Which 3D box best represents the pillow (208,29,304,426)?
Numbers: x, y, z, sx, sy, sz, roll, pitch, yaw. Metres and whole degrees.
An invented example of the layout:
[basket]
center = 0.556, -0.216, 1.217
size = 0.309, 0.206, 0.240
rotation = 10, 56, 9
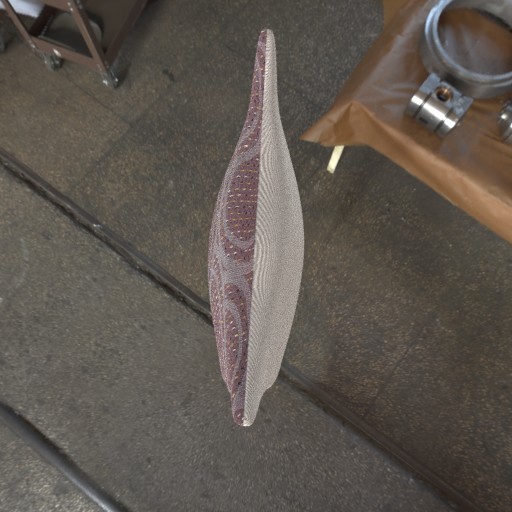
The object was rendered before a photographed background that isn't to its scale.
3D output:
[pillow]
center = 0.000, 0.000, 0.781
size = 0.163, 0.513, 0.514
rotation = 3, 75, 1
